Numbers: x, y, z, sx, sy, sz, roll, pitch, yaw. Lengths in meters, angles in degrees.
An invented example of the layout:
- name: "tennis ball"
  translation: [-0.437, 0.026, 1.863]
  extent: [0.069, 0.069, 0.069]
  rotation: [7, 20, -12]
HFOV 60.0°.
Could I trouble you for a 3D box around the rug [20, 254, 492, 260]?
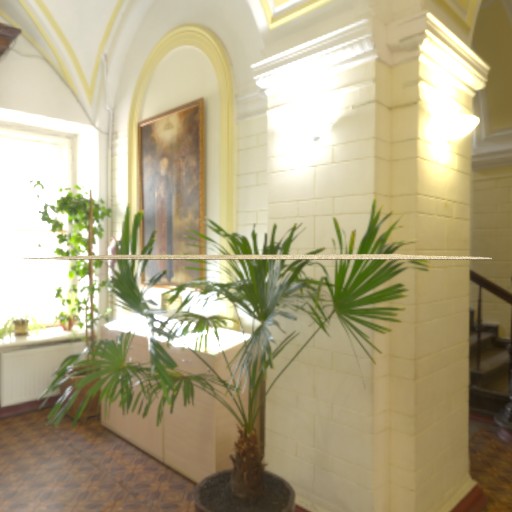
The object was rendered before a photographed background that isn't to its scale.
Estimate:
- name: "rug"
  translation: [0.000, 0.000, 3.057]
  extent: [2.447, 0.021, 1.527]
  rotation: [0, 1, 0]
